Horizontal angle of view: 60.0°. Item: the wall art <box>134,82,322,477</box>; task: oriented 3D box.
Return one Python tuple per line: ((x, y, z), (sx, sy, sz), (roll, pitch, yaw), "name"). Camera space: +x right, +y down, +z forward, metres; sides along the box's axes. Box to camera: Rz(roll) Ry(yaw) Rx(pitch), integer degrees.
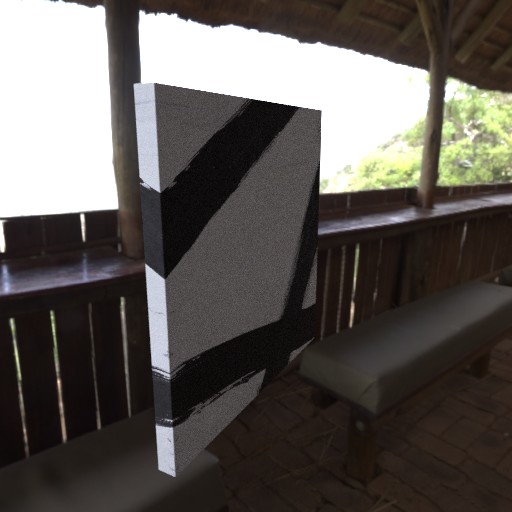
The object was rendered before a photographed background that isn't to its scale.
((0.000, 0.000, 1.152), (0.046, 0.765, 0.765), (8, 17, 28), "wall art")
